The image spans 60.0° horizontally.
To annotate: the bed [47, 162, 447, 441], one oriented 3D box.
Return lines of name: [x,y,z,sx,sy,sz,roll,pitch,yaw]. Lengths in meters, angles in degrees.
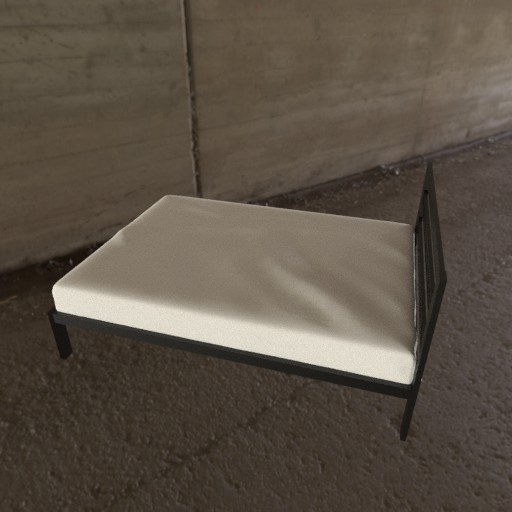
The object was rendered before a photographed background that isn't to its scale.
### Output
bed: [0.000,0.000,2.871,2.062,0.967,1.524,9,31,15]
